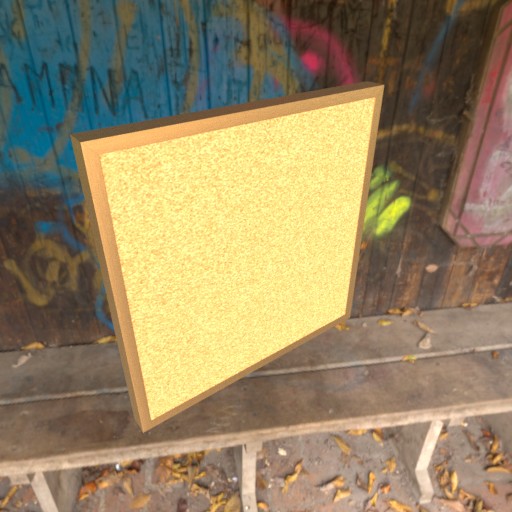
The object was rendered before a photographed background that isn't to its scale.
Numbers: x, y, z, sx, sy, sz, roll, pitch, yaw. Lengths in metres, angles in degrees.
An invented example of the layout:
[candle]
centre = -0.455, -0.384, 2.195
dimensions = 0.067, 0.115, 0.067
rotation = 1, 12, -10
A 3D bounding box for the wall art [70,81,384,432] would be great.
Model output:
[wall art]
centre = 0.000, 0.000, 0.766
dimensions = 0.510, 0.509, 0.037
rotation = -22, 38, -30
